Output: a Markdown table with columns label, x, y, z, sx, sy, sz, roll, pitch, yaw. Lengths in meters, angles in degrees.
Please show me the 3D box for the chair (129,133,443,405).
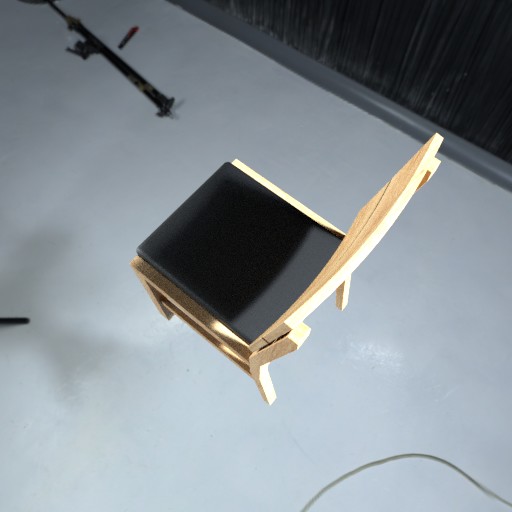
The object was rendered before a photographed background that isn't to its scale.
| label | x | y | z | sx | sy | sz | roll | pitch | yaw |
| --- | --- | --- | --- | --- | --- | --- | --- | --- | --- |
| chair | 0.000 | 0.000 | 1.251 | 0.569 | 0.950 | 0.475 | 36 | 70 | 16 |
